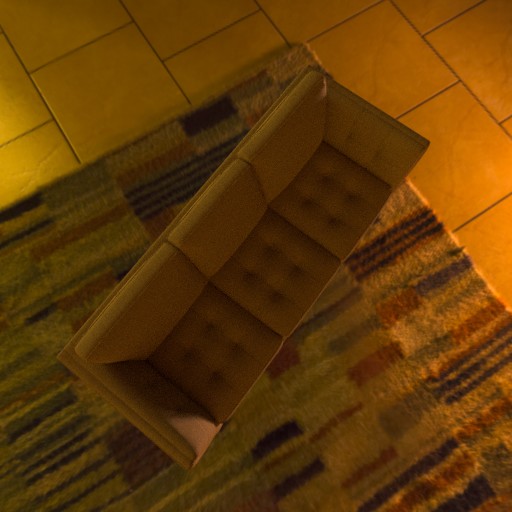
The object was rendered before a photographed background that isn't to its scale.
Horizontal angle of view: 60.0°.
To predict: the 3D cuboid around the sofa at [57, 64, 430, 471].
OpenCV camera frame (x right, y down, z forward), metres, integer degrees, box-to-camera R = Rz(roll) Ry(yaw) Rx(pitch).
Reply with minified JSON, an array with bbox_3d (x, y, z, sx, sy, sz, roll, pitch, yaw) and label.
[{"bbox_3d":[0.000,0.000,2.892,0.965,0.940,2.388,36,78,9],"label":"sofa"}]
